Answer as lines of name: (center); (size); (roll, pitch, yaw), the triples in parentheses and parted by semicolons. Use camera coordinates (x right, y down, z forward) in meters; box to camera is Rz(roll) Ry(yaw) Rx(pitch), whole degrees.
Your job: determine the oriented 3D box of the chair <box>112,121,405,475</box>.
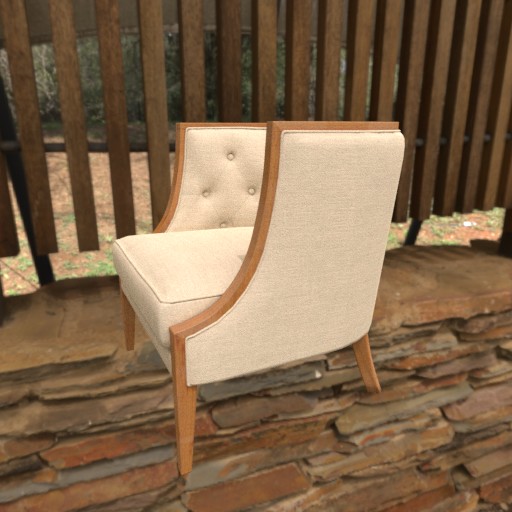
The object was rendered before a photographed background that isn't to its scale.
chair: (0.000, 0.000, 1.343); (0.757, 0.775, 0.711); (-8, 18, -25)
